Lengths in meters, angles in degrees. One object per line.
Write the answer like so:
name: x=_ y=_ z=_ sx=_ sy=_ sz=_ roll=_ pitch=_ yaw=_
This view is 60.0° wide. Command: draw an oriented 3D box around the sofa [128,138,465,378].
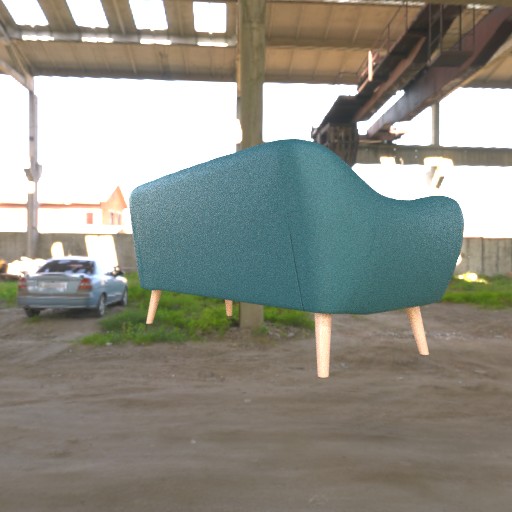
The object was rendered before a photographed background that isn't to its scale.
sofa: x=0.000 y=0.000 z=2.296 sx=0.820 sy=0.836 sz=1.840 roll=0 pitch=0 yaw=-36
